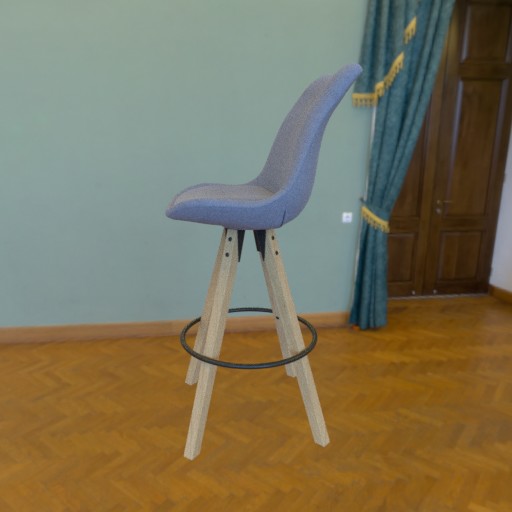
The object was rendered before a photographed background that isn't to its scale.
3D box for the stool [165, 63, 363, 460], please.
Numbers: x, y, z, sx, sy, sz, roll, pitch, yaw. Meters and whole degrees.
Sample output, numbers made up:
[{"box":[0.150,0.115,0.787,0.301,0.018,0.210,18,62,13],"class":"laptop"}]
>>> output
[{"box":[0.000,0.000,1.413,0.550,1.115,0.485,-2,15,-8],"class":"stool"}]
